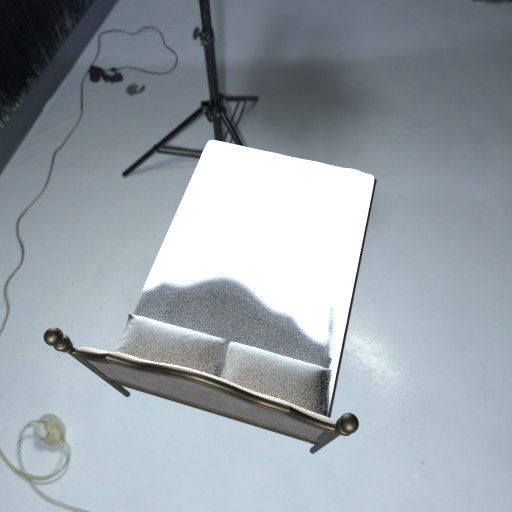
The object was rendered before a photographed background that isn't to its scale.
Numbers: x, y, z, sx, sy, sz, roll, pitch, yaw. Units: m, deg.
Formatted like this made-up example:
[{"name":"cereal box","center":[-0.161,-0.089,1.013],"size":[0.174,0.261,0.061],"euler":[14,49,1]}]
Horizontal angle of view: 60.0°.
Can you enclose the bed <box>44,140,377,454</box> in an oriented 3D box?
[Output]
[{"name":"bed","center":[0.000,0.000,3.123],"size":[1.533,1.462,2.170],"euler":[14,63,7]}]
